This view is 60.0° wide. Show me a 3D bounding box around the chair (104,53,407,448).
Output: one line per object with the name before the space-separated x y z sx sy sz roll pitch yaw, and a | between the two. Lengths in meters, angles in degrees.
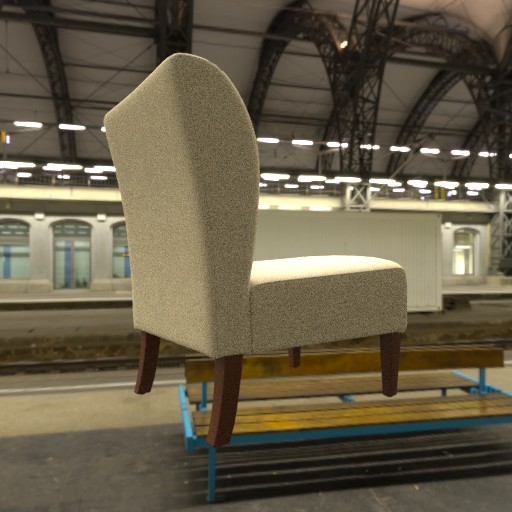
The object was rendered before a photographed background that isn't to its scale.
chair | 0.000 0.000 1.299 0.754 0.833 0.521 0 0 -35
